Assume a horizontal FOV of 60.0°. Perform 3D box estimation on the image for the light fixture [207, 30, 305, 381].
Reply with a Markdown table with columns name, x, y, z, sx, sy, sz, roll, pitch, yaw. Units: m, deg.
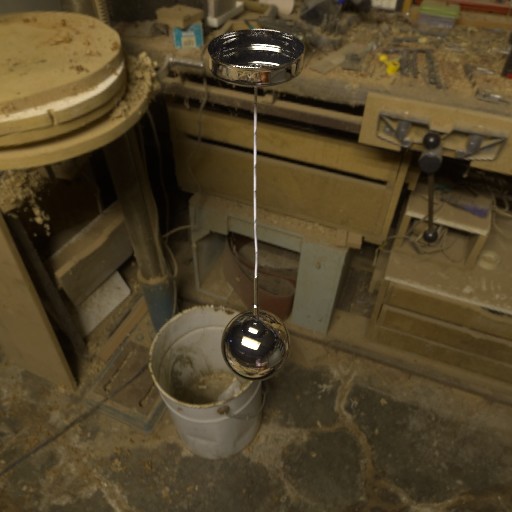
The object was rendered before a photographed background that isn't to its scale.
| name | x | y | z | sx | sy | sz | roll | pitch | yaw |
| --- | --- | --- | --- | --- | --- | --- | --- | --- | --- |
| light fixture | 0.000 | 0.000 | 1.684 | 0.336 | 1.538 | 0.336 | 17 | 49 | 16 |
